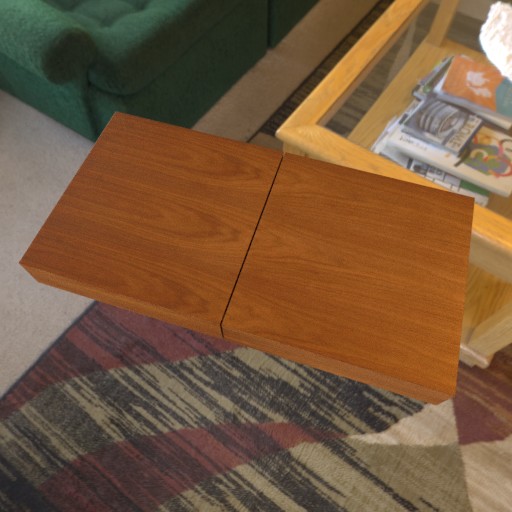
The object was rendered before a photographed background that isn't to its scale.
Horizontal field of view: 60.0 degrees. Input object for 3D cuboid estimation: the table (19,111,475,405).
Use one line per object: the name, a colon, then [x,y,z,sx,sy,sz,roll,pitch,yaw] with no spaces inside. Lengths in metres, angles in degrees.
table: [0.000,0.000,1.431,1.194,0.330,0.610,16,63,8]
